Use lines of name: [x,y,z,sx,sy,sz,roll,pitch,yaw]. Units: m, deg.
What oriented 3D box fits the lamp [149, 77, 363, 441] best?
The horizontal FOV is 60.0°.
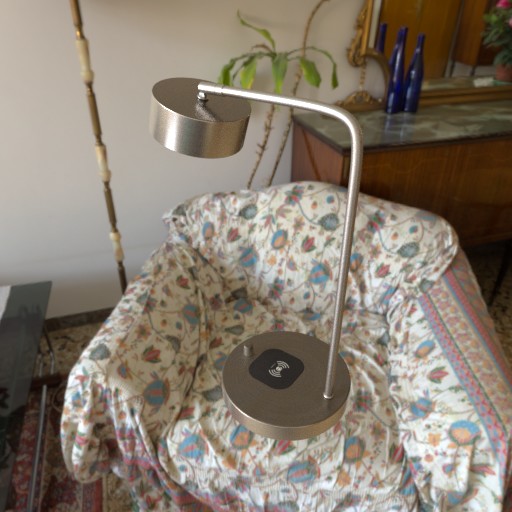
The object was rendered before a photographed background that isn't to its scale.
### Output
lamp: [0.000,0.000,0.656,0.334,0.469,0.211,21,37,31]
